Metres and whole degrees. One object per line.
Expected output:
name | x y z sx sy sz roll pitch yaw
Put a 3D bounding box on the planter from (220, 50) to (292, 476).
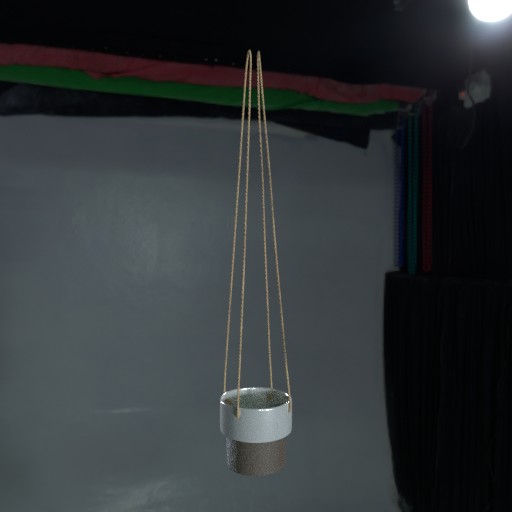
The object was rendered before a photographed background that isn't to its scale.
planter | 0.000 0.000 1.156 0.187 1.073 0.187 0 0 -18
